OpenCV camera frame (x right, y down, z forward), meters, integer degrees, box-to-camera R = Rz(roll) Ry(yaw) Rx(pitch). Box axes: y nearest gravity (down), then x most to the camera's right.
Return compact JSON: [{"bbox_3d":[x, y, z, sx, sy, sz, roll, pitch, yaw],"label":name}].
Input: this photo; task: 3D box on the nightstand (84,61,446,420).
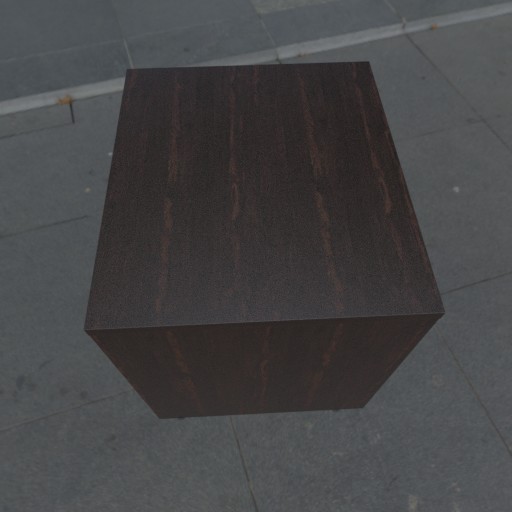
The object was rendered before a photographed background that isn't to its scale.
[{"bbox_3d":[0.000,0.000,0.856,0.427,0.487,0.489,-2,58,-2],"label":"nightstand"}]
